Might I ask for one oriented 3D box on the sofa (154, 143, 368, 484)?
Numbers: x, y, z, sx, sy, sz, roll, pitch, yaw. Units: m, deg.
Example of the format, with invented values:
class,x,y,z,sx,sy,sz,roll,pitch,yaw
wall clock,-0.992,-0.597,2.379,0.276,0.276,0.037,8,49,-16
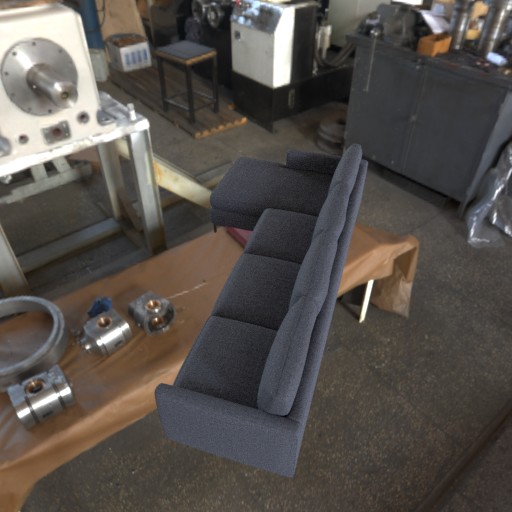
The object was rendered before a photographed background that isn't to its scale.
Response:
class,x,y,z,sx,sy,sz,roll,pitch,yaw
sofa,0.000,0.000,2.894,1.125,0.673,2.445,12,42,13
